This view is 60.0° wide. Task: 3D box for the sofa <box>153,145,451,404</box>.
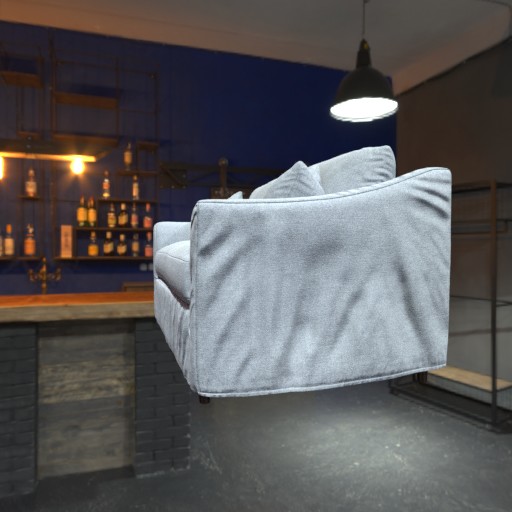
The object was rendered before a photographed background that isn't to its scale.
[{"bbox_3d":[0.000,0.000,2.575,1.072,1.018,2.010,0,1,-17],"label":"sofa"}]
